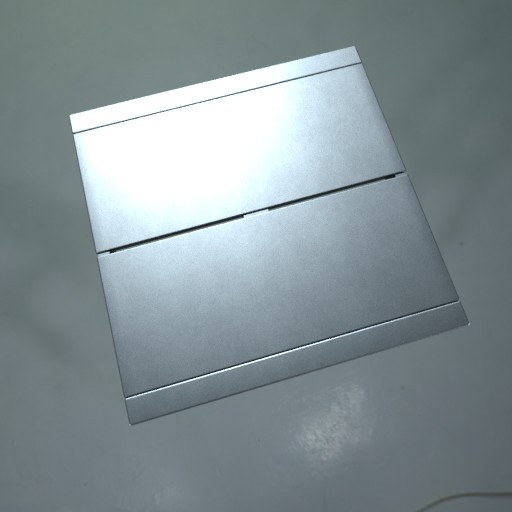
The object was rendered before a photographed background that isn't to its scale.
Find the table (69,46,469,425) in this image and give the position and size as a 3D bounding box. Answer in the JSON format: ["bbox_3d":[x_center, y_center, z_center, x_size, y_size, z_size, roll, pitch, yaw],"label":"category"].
[{"bbox_3d":[0.000,0.000,0.937,0.508,0.508,0.508,-15,75,-4],"label":"table"}]
